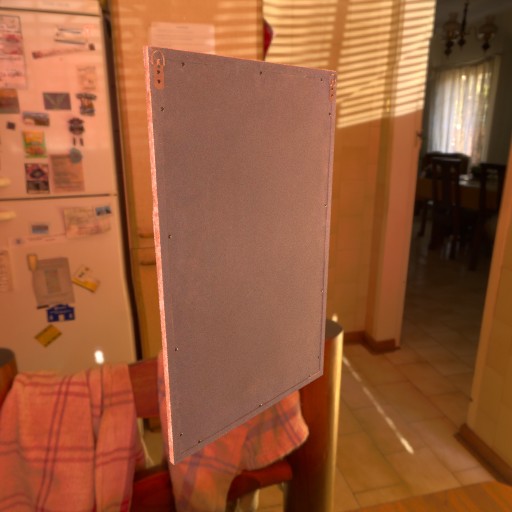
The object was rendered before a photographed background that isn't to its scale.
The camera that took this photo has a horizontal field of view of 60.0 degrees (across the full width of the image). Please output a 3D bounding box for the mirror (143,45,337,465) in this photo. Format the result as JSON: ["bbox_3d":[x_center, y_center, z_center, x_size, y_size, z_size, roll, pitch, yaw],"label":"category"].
[{"bbox_3d":[0.000,0.000,0.971,0.495,0.787,0.058,-15,22,-42],"label":"mirror"}]
